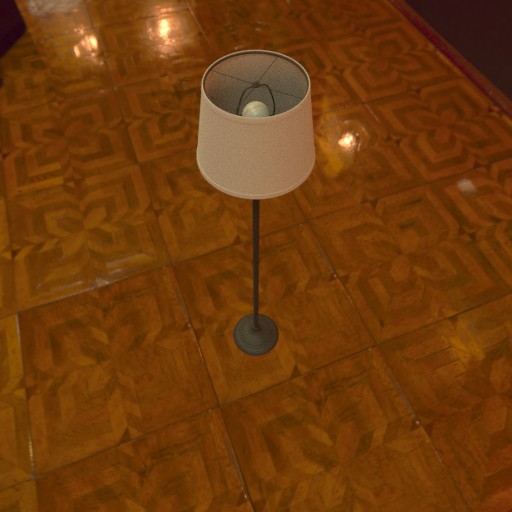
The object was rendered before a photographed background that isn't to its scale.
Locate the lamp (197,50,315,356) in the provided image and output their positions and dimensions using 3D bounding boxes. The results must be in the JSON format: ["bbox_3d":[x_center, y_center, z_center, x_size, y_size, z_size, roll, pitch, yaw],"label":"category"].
[{"bbox_3d":[0.000,0.000,1.667,0.327,1.506,0.327,-16,59,-10],"label":"lamp"}]
